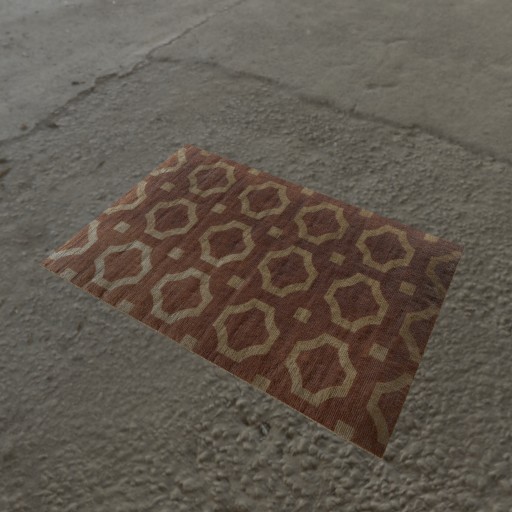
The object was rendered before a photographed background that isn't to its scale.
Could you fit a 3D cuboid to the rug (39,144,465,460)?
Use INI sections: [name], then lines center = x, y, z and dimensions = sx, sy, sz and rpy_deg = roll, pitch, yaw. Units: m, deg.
[rug]
center = 0.000, 0.000, 2.869
dimensions = 2.286, 0.016, 1.555
rpy_deg = 24, 53, 20
